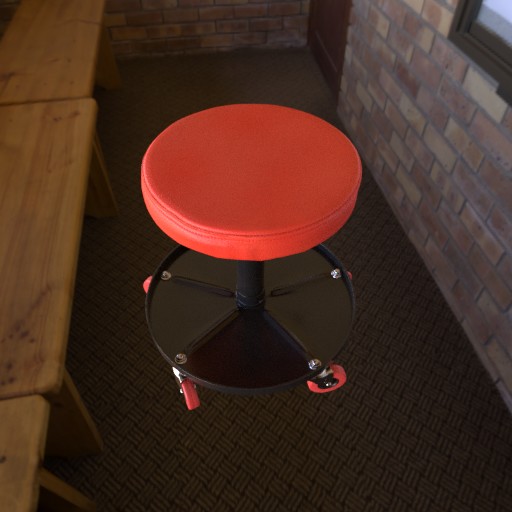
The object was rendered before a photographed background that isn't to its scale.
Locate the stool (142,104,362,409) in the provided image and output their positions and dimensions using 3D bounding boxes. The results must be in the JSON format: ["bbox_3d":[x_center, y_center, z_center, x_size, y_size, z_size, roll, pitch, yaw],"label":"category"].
[{"bbox_3d":[0.000,0.000,0.679,0.382,0.365,0.381,-33,55,-27],"label":"stool"}]
